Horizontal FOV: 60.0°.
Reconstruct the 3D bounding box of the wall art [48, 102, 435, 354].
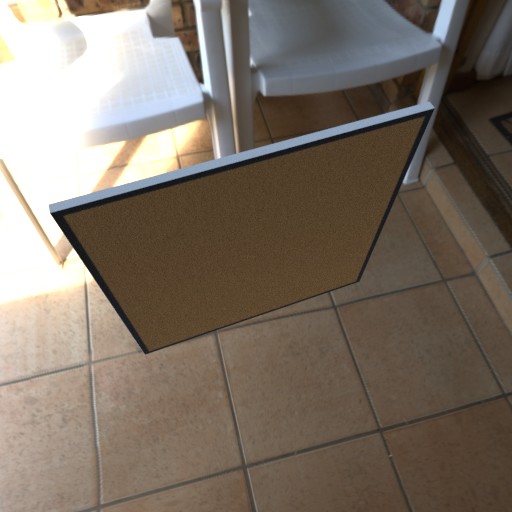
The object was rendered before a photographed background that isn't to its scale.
[{"bbox_3d":[0.000,0.000,1.224,0.805,0.803,0.022,-17,61,-10],"label":"wall art"}]
